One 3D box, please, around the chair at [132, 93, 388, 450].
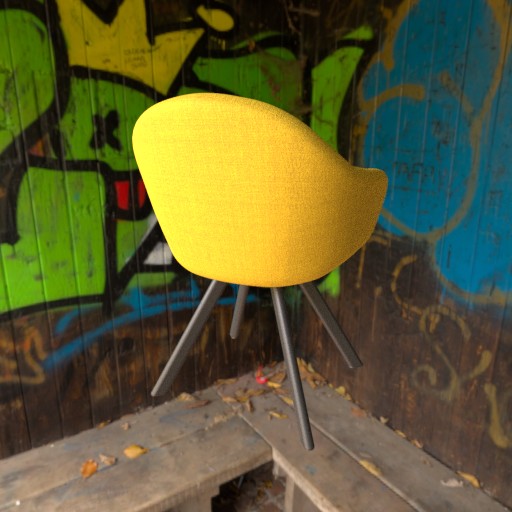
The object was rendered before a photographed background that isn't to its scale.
[{"bbox_3d":[0.000,0.000,1.193,0.590,0.795,0.550,8,18,27],"label":"chair"}]
